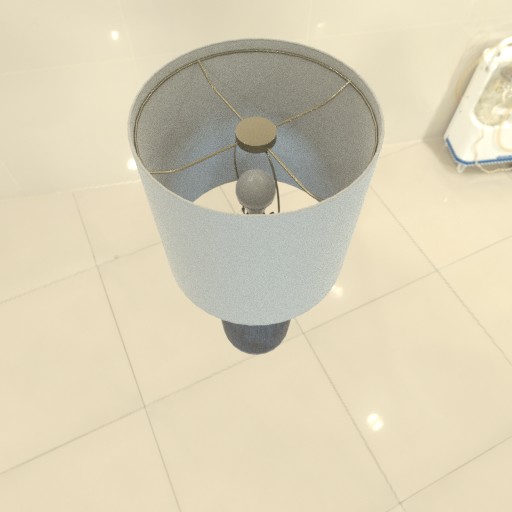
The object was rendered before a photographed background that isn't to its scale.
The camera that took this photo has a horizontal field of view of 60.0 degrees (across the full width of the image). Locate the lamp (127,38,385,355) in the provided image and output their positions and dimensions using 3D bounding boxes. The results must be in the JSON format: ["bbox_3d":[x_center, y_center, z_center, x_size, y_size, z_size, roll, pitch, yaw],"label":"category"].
[{"bbox_3d":[0.000,0.000,0.586,0.220,0.475,0.220,-16,60,-10],"label":"lamp"}]
